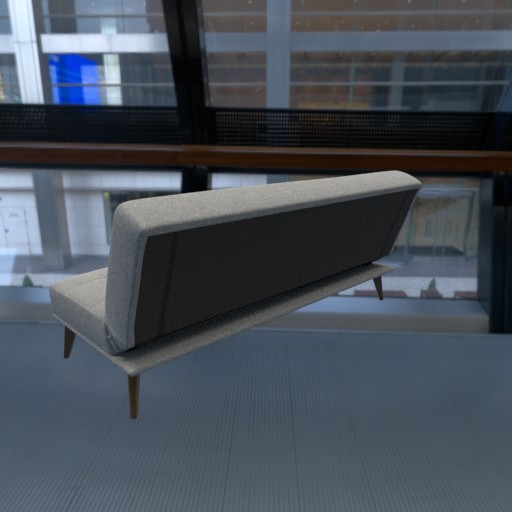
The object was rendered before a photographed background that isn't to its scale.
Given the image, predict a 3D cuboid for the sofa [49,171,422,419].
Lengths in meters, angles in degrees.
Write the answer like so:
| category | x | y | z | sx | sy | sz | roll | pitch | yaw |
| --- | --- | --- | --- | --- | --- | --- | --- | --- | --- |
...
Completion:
| category | x | y | z | sx | sy | sz | roll | pitch | yaw |
| --- | --- | --- | --- | --- | --- | --- | --- | --- | --- |
| sofa | 0.000 | 0.000 | 2.280 | 1.800 | 0.810 | 0.860 | -15 | 21 | -42 |
